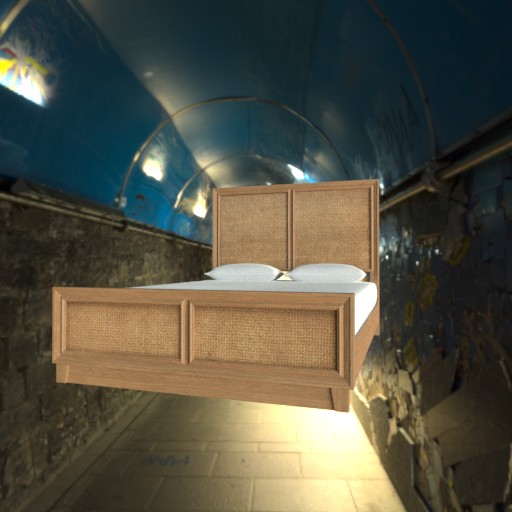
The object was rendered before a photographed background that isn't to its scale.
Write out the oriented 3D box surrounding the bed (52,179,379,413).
[{"bbox_3d":[0.000,0.000,3.195,1.606,1.387,2.184,0,-1,18],"label":"bed"}]
